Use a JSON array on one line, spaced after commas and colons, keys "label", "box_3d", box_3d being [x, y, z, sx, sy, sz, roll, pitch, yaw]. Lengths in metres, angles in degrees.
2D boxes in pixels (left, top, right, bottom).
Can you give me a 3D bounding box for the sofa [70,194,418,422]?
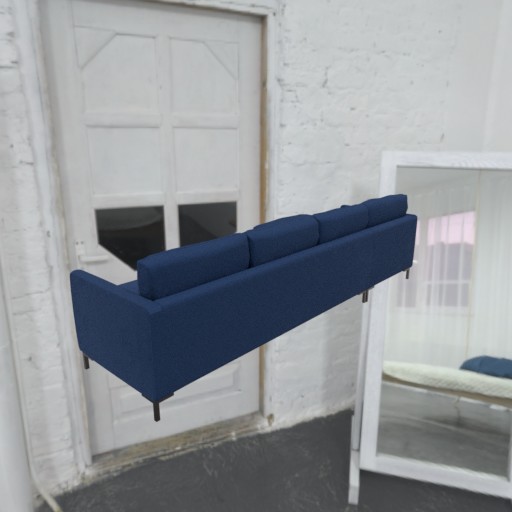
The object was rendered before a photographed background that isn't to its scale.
[{"label": "sofa", "box_3d": [0.000, 0.000, 2.912, 1.128, 0.679, 2.450, 15, 22, 40]}]
